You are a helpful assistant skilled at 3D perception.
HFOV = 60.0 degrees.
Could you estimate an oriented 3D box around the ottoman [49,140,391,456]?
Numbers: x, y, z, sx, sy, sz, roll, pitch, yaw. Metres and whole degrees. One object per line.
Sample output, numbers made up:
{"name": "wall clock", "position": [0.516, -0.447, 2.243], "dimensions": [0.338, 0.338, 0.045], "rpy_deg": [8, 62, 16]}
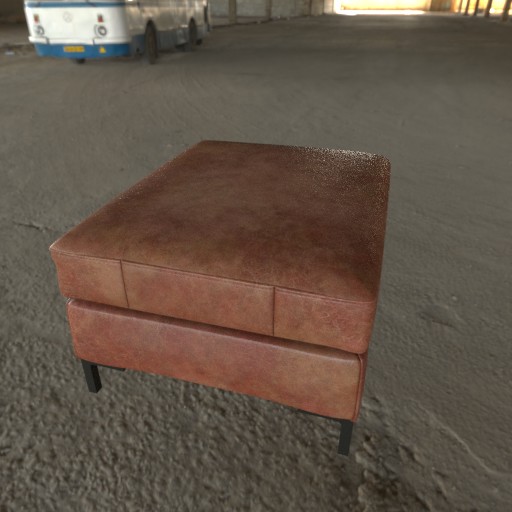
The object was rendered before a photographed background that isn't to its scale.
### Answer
{"name": "ottoman", "position": [0.000, 0.000, 1.803], "dimensions": [0.965, 0.667, 1.186], "rpy_deg": [8, 31, 14]}
